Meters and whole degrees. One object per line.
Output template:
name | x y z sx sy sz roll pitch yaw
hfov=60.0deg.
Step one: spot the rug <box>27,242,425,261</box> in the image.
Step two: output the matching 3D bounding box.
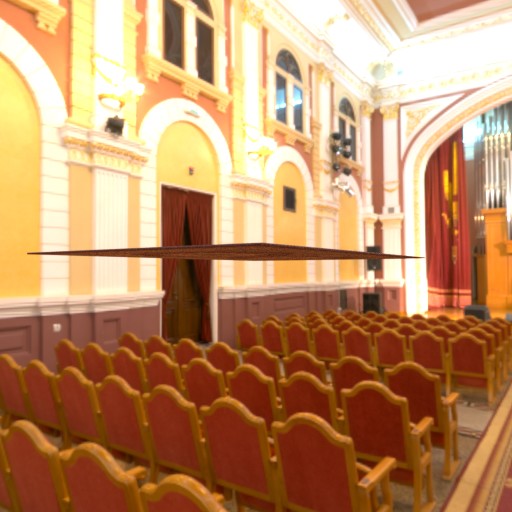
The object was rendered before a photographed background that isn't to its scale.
rug | 0.000 0.000 2.939 1.599 0.011 2.210 -1 -2 35
